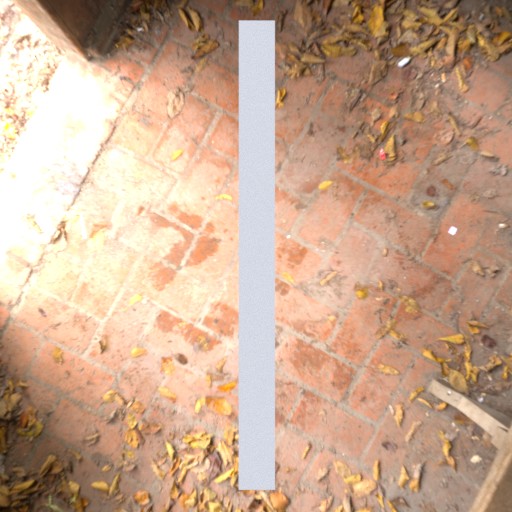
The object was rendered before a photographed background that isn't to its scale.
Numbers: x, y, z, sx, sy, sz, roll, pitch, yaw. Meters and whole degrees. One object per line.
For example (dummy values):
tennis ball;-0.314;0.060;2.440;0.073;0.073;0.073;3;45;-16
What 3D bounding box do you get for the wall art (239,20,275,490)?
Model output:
wall art;0.000;0.000;0.512;0.027;0.355;0.355;0;90;0
